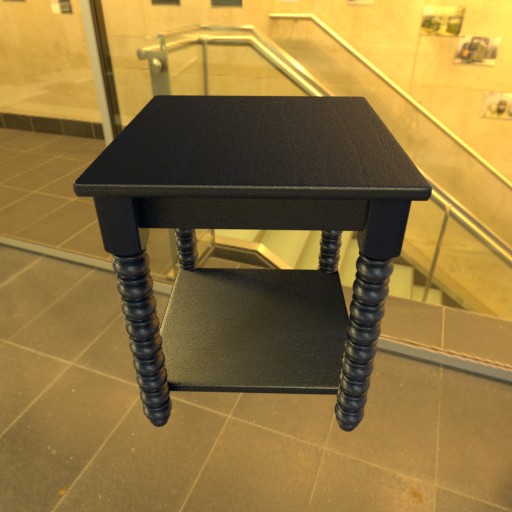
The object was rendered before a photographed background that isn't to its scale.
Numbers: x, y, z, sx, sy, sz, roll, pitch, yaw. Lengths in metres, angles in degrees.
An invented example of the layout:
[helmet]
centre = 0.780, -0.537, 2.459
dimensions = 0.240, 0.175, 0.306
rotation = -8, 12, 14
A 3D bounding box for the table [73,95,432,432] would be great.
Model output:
[table]
centre = 0.000, 0.000, 0.984
dimensions = 0.500, 0.567, 0.533
rotation = 1, 33, 1
